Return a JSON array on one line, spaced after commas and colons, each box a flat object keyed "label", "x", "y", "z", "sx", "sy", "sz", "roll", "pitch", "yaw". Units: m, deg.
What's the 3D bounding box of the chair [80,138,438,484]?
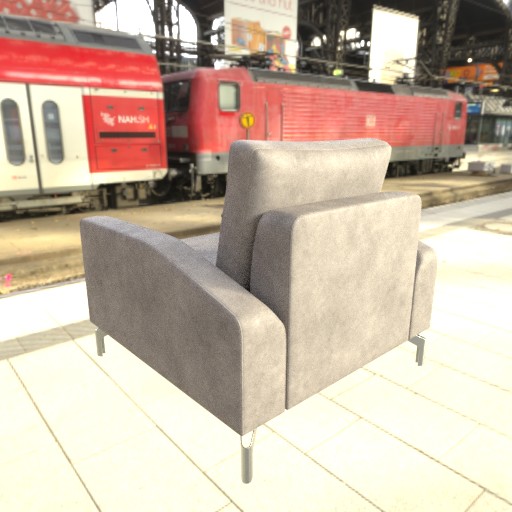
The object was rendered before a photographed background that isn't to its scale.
[{"label": "chair", "x": 0.000, "y": 0.000, "z": 1.554, "sx": 0.900, "sy": 0.800, "sz": 0.900, "roll": -14, "pitch": 21, "yaw": -40}]
